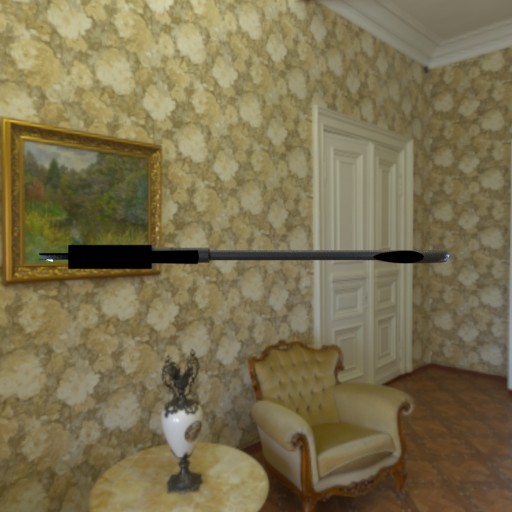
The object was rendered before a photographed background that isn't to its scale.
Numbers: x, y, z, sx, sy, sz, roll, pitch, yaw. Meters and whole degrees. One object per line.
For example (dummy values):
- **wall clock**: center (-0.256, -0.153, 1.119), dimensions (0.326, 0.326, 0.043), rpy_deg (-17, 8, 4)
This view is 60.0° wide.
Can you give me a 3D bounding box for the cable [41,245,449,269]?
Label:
- **cable**: center (0.000, 0.000, 0.114), dimensions (0.098, 0.006, 0.040), rpy_deg (0, 1, -1)
